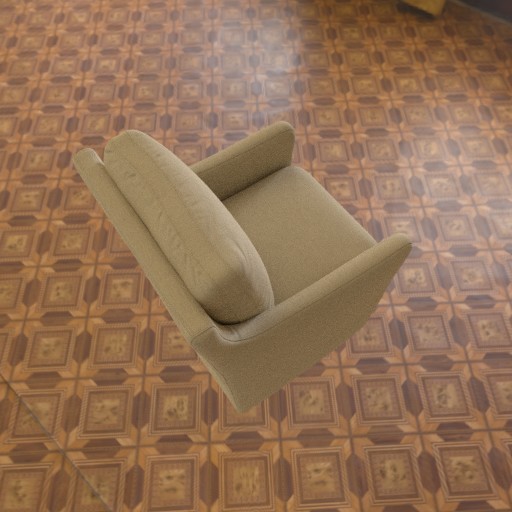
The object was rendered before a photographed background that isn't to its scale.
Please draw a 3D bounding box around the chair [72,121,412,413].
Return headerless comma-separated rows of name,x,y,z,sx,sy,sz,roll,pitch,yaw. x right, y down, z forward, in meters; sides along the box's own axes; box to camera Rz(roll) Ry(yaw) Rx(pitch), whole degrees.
chair,0.000,0.000,1.385,0.694,0.914,0.626,-31,63,-17
